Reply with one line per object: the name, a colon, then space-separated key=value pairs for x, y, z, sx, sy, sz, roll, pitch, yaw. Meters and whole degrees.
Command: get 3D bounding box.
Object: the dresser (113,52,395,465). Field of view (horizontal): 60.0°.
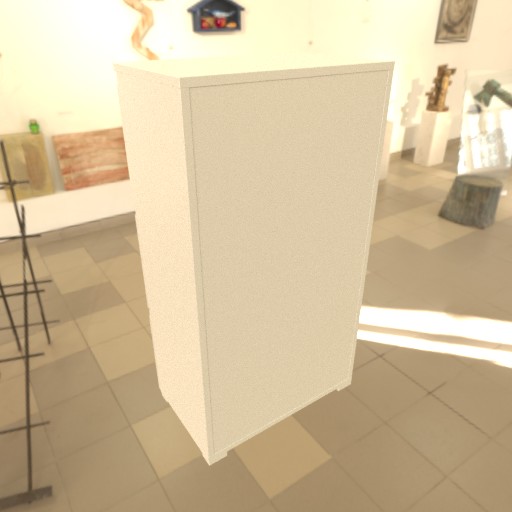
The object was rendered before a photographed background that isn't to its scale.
dresser: x=0.000 y=0.000 z=1.477 sx=0.650 sy=1.190 sz=0.400 roll=-18 pitch=33 yaw=-30
